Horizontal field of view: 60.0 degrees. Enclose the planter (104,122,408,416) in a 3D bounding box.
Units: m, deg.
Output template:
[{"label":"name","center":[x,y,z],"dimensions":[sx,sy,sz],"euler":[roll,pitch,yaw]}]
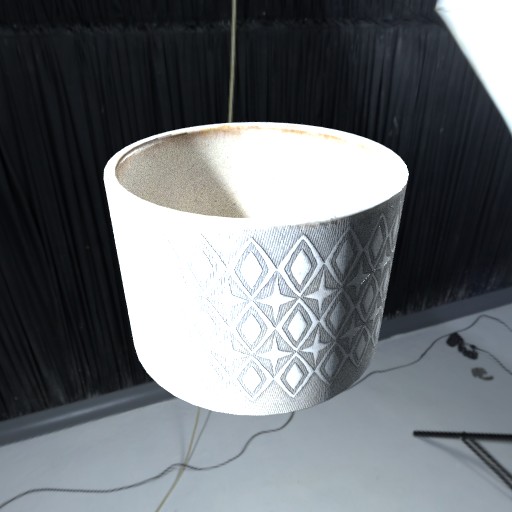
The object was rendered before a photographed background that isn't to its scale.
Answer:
[{"label":"planter","center":[0.000,0.000,0.318],"dimensions":[0.186,0.144,0.186],"euler":[0,31,0]}]
